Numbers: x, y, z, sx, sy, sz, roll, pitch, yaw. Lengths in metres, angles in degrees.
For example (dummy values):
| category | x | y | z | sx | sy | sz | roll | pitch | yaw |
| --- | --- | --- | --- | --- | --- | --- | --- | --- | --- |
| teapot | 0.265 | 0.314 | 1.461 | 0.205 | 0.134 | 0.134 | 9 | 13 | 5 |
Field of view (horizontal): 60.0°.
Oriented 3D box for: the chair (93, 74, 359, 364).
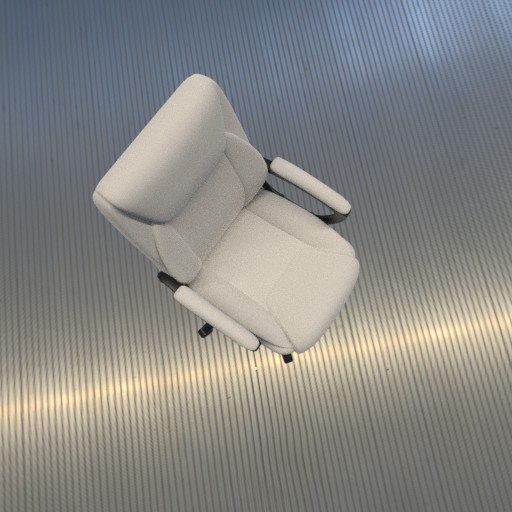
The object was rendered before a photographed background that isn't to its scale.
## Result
| category | x | y | z | sx | sy | sz | roll | pitch | yaw |
| --- | --- | --- | --- | --- | --- | --- | --- | --- | --- |
| chair | 0.000 | 0.000 | 1.495 | 0.669 | 1.065 | 0.663 | 34 | 78 | 8 |
